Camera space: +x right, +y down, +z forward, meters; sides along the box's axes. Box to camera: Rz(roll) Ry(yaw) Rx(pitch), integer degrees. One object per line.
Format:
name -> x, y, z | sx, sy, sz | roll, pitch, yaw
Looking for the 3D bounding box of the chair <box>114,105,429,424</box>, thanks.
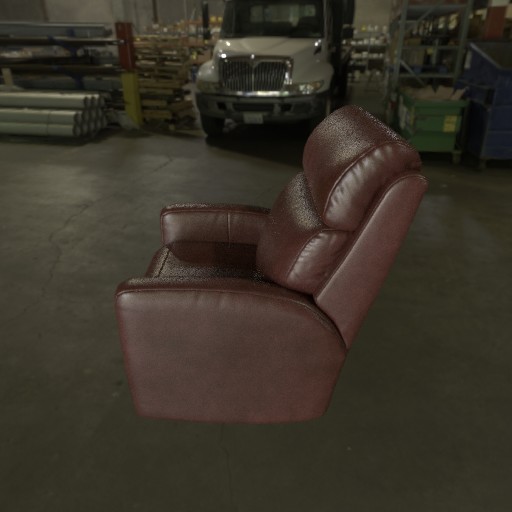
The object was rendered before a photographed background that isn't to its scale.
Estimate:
chair -> 0.000, 0.000, 1.674 | 0.939, 1.016, 0.787 | 0, 26, 1
